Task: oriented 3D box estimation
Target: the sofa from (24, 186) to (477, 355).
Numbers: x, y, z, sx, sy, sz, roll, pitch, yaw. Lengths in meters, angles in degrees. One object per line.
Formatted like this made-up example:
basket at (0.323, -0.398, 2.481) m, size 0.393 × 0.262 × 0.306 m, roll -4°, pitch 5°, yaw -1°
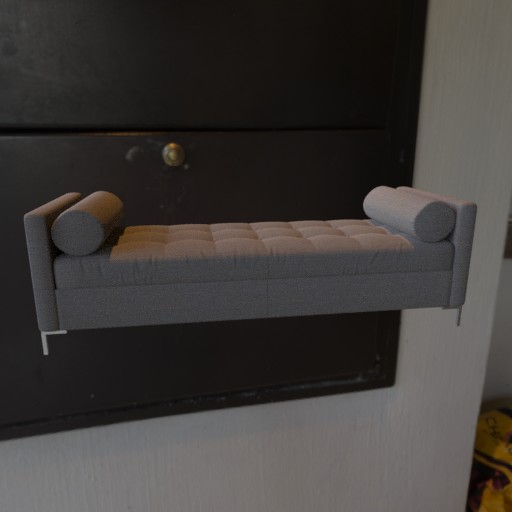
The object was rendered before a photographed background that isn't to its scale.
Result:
sofa at (0.000, 0.000, 2.303) m, size 1.981 × 0.635 × 0.686 m, roll -2°, pitch 15°, yaw -8°
